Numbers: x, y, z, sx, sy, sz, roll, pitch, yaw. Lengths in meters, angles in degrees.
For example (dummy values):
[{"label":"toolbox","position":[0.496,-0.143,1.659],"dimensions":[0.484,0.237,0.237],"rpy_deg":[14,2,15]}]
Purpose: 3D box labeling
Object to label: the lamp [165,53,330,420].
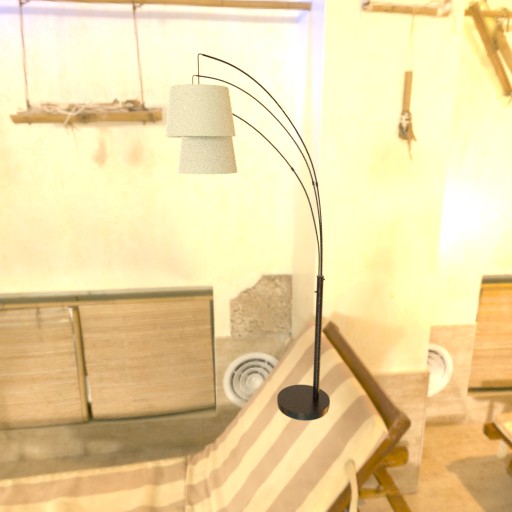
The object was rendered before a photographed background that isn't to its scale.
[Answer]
[{"label":"lamp","position":[0.000,0.000,2.458],"dimensions":[0.924,1.950,0.951],"rpy_deg":[-2,15,-9]}]
